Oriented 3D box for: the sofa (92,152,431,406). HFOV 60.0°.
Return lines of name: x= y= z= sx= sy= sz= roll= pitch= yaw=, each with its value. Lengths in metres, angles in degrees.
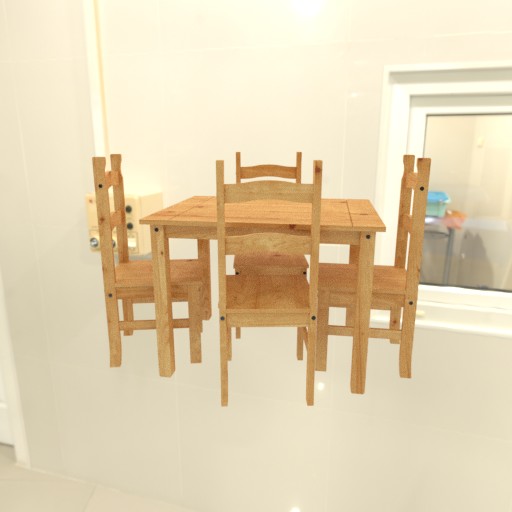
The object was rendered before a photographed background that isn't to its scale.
sofa: x=0.000 y=0.000 z=2.251 sx=1.529 sy=1.000 sz=1.144 roll=2 pitch=15 yaw=9
